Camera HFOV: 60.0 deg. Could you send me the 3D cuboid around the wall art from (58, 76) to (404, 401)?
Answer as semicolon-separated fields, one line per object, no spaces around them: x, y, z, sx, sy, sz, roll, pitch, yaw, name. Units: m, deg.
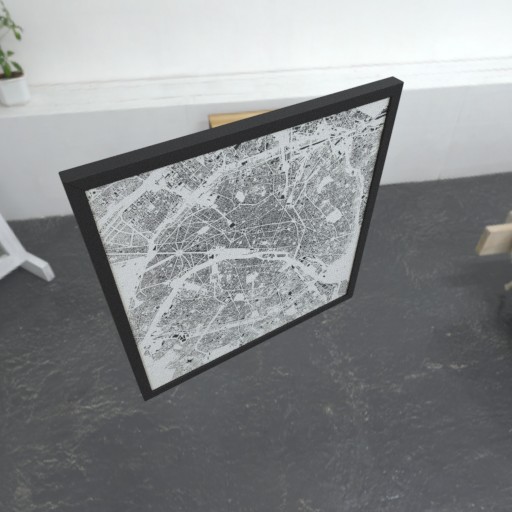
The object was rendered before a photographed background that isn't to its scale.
0.000;0.000;1.151;0.763;0.763;0.037;-23;49;-21;wall art
